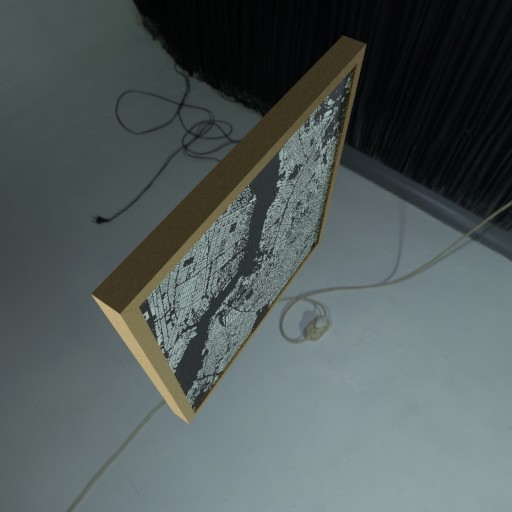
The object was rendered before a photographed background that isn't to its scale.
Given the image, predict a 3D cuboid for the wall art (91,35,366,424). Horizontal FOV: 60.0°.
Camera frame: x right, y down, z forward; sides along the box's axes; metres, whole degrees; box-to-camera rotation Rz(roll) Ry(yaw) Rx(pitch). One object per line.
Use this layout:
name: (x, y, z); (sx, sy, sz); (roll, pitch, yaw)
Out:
wall art: (0.000, 0.000, 1.885); (0.095, 1.284, 1.284); (30, 63, 17)
